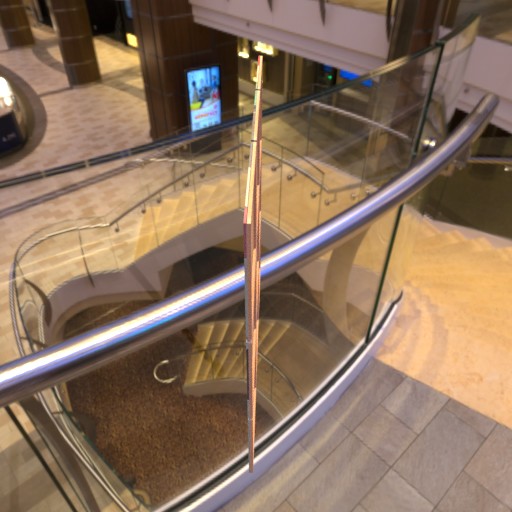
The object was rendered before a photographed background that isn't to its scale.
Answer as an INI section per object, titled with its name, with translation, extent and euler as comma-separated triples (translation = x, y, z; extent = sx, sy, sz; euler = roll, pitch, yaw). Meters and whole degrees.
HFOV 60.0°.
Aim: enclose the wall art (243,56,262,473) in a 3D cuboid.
[wall art]
translation = 0.000, 0.000, 1.366
extent = 0.012, 0.910, 0.911
euler = 1, 40, 1
